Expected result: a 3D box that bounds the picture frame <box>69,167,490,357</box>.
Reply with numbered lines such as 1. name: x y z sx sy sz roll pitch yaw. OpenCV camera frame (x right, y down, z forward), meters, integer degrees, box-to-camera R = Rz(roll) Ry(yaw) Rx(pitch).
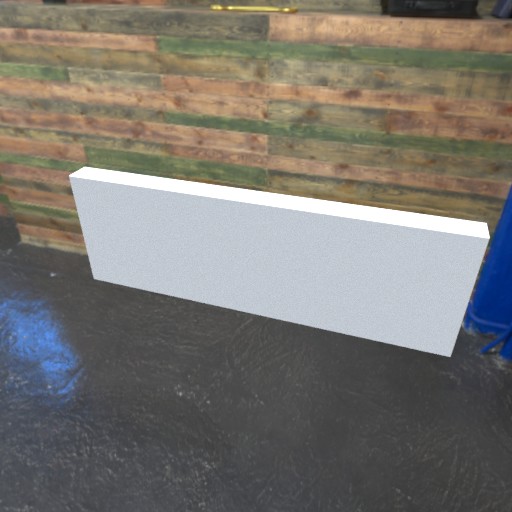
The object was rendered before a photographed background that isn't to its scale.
1. picture frame: 0.000 0.000 0.856 0.759 0.250 0.050 10 34 16
